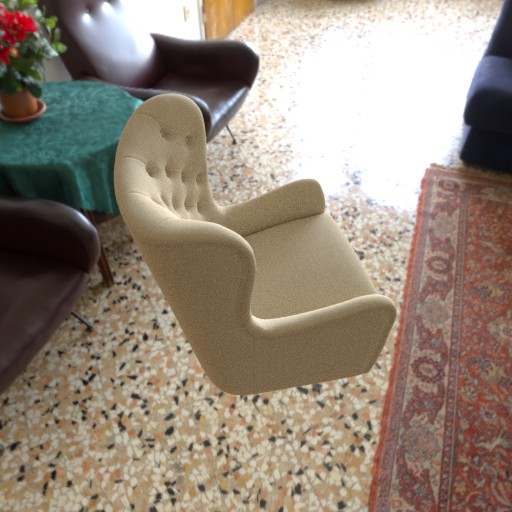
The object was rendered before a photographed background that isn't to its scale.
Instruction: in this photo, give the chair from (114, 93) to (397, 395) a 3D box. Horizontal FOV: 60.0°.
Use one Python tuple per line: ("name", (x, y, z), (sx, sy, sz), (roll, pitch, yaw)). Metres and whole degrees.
("chair", (0.000, 0.000, 1.810), (0.929, 1.079, 0.831), (-11, 47, -10))
